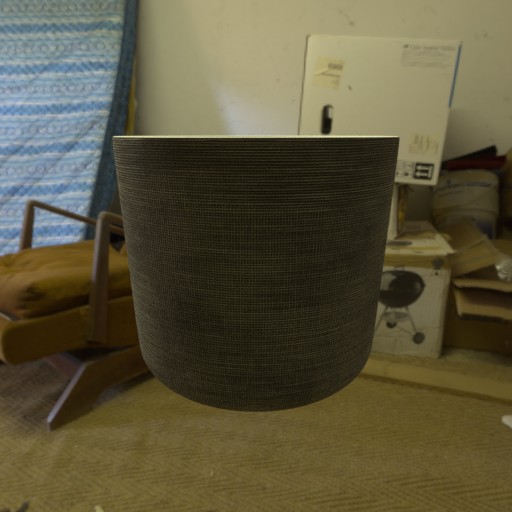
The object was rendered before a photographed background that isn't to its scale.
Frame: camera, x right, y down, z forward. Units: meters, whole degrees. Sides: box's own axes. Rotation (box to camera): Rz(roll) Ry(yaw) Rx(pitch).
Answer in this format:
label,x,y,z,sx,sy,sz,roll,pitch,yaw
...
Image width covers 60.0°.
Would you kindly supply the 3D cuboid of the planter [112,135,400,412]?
label,x,y,z,sx,sy,sz,roll,pitch,yaw
planter,0.000,0.000,0.763,0.440,0.398,0.440,0,15,0
